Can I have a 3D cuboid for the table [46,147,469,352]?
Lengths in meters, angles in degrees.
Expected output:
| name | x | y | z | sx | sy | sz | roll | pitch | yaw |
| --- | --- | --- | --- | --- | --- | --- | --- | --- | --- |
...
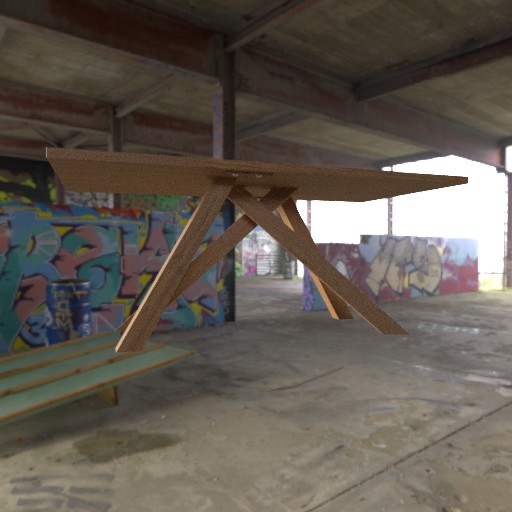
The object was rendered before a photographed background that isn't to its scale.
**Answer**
| name | x | y | z | sx | sy | sz | roll | pitch | yaw |
| --- | --- | --- | --- | --- | --- | --- | --- | --- | --- |
| table | 0.000 | 0.000 | 2.207 | 1.797 | 0.750 | 0.901 | 0 | 1 | -19 |
